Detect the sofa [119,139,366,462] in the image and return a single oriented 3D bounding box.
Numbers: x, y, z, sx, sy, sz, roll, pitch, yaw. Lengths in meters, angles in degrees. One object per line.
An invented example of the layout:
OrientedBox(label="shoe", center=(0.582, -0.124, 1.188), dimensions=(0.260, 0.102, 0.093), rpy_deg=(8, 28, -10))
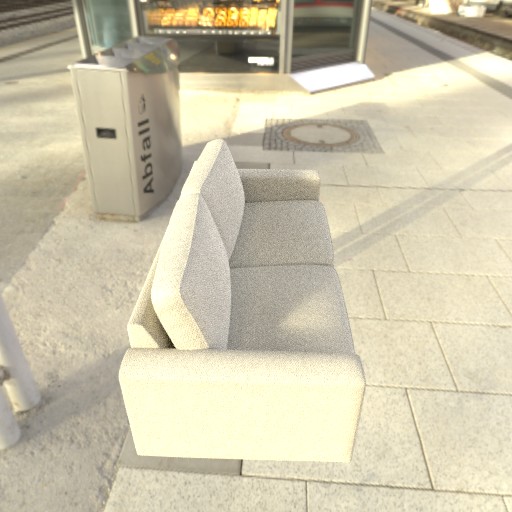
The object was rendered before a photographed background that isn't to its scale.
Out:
OrientedBox(label="sofa", center=(0.000, 0.000, 2.702), dimensions=(1.016, 0.873, 2.179), rpy_deg=(1, 33, 2))
